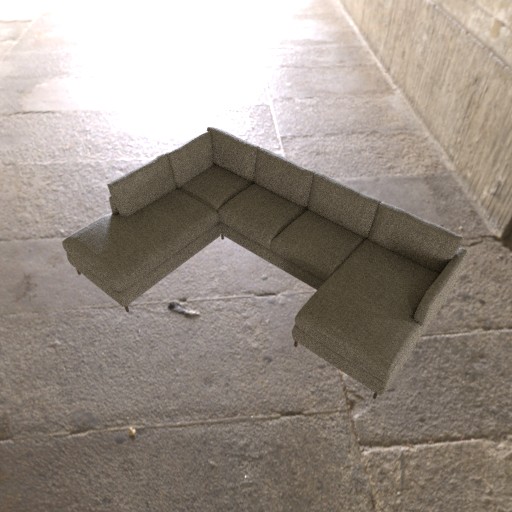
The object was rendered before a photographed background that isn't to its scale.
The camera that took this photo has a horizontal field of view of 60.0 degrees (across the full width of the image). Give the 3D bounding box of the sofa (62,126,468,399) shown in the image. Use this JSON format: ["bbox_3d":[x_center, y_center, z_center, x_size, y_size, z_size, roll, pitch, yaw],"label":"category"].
[{"bbox_3d":[0.000,0.000,3.604,2.737,0.756,1.879,30,52,27],"label":"sofa"}]
